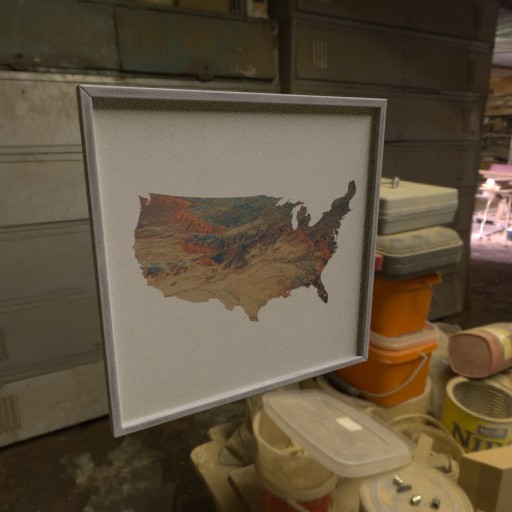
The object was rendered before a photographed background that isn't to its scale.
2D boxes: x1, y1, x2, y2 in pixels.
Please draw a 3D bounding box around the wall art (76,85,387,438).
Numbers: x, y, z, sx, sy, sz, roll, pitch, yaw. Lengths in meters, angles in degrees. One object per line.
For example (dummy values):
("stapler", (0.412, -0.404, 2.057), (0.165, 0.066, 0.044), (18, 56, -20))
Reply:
("wall art", (0.000, 0.000, 0.439), (0.303, 0.303, 0.015), (-8, 17, -27))
